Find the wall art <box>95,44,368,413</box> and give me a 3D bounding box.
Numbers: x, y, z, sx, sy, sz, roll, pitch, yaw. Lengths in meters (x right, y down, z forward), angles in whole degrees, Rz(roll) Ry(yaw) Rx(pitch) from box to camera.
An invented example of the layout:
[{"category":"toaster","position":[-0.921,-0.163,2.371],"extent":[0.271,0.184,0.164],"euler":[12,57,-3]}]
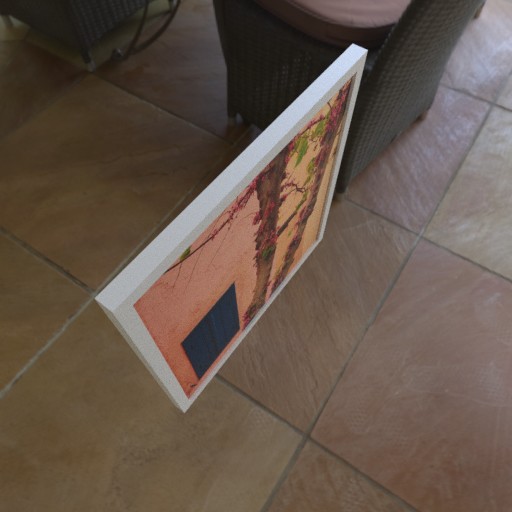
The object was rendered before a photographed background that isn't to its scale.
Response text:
[{"category":"wall art","position":[0.000,0.000,1.142],"extent":[0.038,0.762,0.762],"euler":[33,65,17]}]
